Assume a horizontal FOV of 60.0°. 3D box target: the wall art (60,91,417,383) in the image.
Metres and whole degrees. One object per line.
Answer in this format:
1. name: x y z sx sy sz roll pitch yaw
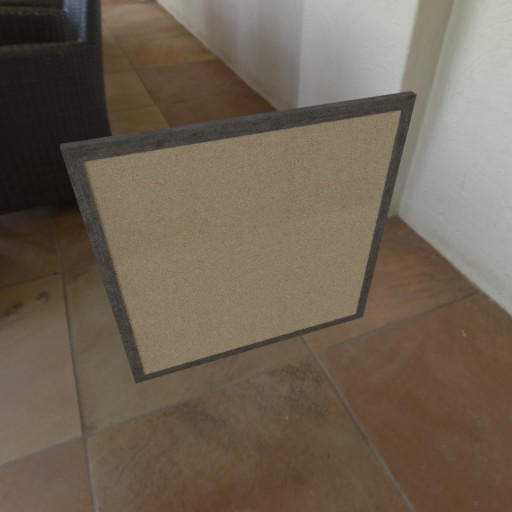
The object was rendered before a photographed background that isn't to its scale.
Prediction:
1. wall art: 0.000 0.000 0.696 0.457 0.457 0.013 -13 43 -15
